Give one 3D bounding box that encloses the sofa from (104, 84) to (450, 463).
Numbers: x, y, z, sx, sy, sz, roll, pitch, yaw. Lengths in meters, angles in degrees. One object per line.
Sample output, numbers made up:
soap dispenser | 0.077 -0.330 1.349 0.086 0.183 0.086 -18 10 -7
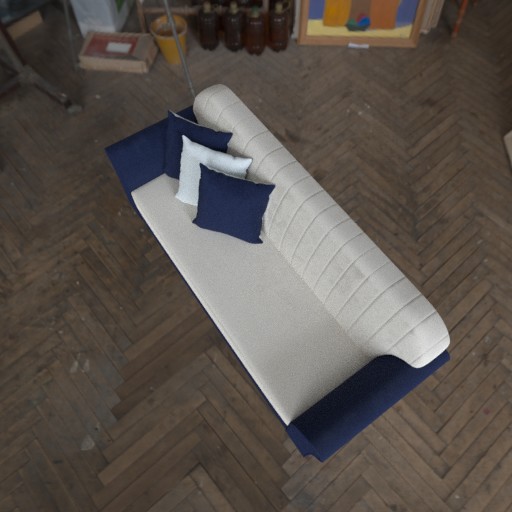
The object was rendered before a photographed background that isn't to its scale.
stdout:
sofa | 0.000 0.000 2.425 0.749 0.789 2.006 -32 67 -15
